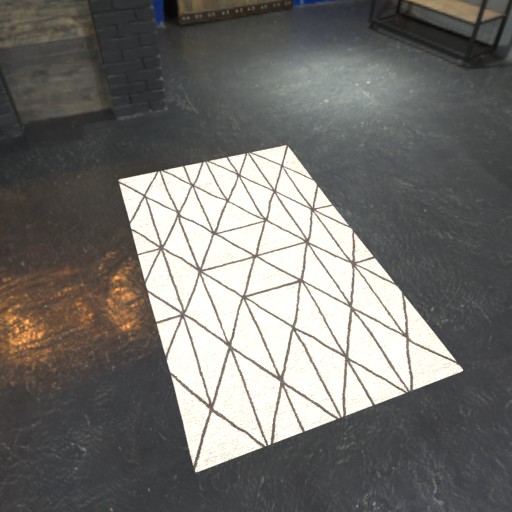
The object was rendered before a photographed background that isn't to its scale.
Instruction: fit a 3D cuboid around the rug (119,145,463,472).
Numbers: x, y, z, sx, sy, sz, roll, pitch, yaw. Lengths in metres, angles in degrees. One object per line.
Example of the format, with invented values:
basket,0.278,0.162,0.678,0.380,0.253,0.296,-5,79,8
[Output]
rug,0.000,0.000,3.070,1.526,0.008,2.465,-15,47,-14
